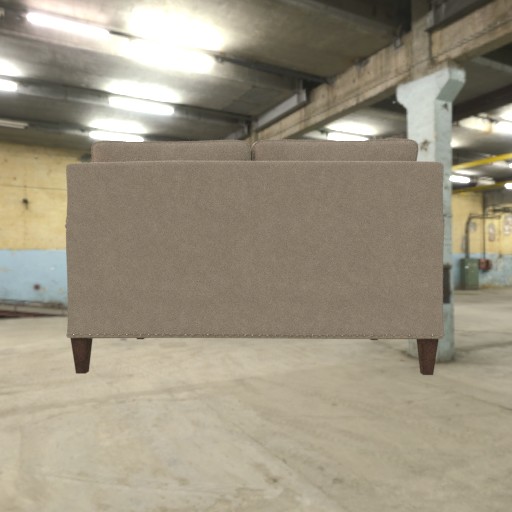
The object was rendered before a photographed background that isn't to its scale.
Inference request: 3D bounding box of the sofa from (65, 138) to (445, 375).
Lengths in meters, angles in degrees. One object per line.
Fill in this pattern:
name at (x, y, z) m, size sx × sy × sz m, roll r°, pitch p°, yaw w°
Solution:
sofa at (0.000, 0.000, 2.273) m, size 1.597 × 1.002 × 1.084 m, roll 0°, pitch -2°, yaw 1°
